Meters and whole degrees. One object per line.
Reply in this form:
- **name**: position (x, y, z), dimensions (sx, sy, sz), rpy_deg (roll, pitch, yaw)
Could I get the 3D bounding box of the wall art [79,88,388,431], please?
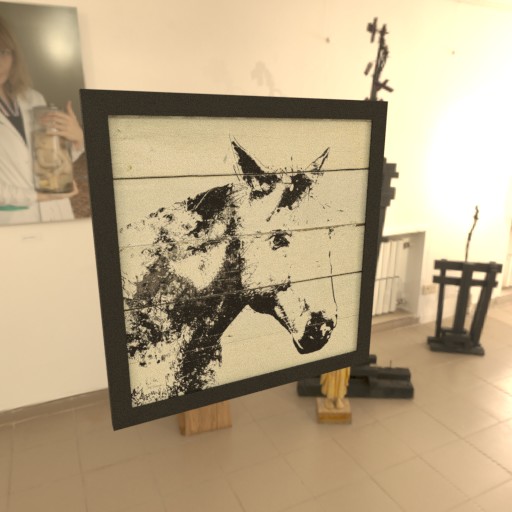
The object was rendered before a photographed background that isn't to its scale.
- **wall art**: position (0.000, 0.000, 1.495), dimensions (1.016, 1.016, 0.038), rpy_deg (-7, 17, -25)
